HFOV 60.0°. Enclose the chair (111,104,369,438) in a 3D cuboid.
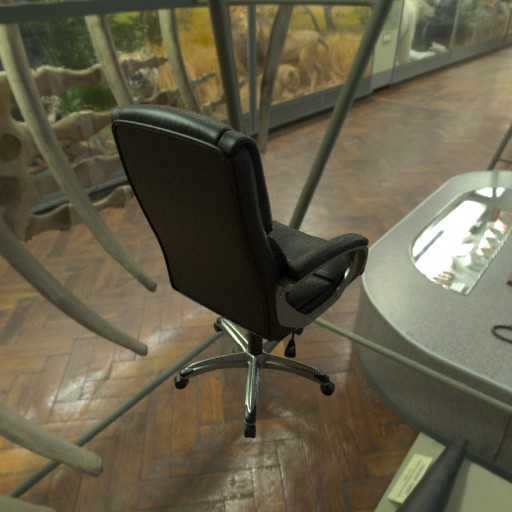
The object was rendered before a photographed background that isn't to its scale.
[{"bbox_3d":[0.000,0.000,1.605,0.663,1.155,0.739,23,38,33],"label":"chair"}]
